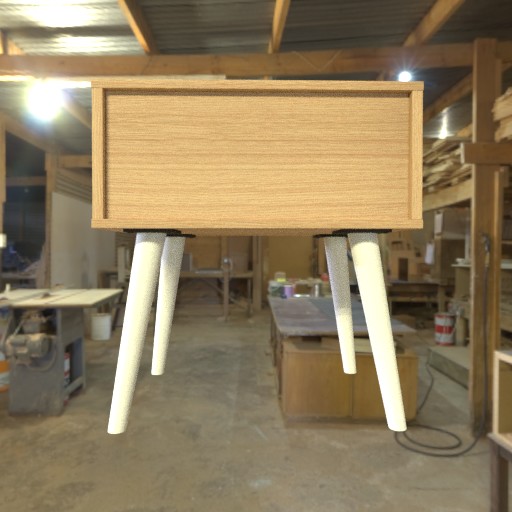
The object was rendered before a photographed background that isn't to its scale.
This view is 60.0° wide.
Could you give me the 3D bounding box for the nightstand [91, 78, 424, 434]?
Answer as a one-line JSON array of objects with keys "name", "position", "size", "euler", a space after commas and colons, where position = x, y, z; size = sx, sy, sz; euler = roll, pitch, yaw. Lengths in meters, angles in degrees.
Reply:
[{"name": "nightstand", "position": [0.000, 0.000, 0.967], "size": [0.571, 0.610, 0.407], "euler": [0, 1, -1]}]
